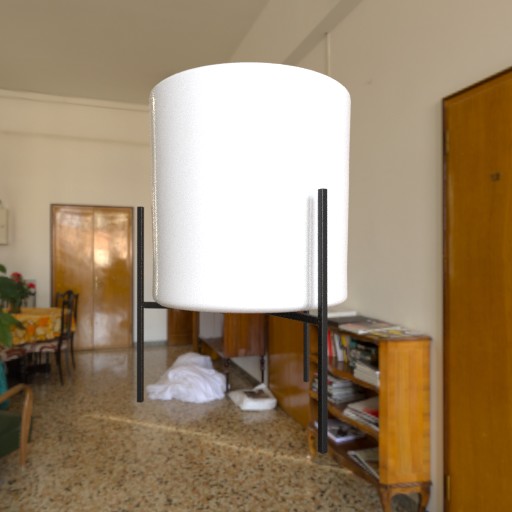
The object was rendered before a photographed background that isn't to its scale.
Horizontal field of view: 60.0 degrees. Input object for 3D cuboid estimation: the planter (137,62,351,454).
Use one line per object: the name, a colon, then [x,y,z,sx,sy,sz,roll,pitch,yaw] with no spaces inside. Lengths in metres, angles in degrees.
planter: [0.000,0.000,0.640,0.307,0.431,0.308,0,0,35]
